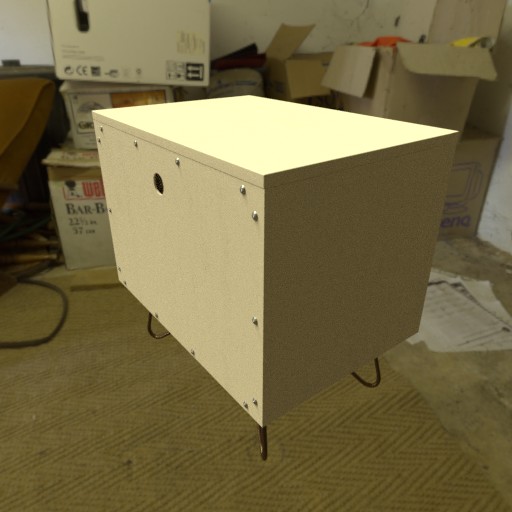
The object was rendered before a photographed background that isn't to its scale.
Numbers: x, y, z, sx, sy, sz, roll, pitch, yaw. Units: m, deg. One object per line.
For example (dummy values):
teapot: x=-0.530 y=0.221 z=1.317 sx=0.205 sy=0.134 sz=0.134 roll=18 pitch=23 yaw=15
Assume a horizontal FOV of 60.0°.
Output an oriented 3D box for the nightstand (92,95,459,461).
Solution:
nightstand: x=0.000 y=0.000 z=1.012 sx=0.447 sy=0.604 sz=0.614 roll=-19 pitch=32 yaw=-33
